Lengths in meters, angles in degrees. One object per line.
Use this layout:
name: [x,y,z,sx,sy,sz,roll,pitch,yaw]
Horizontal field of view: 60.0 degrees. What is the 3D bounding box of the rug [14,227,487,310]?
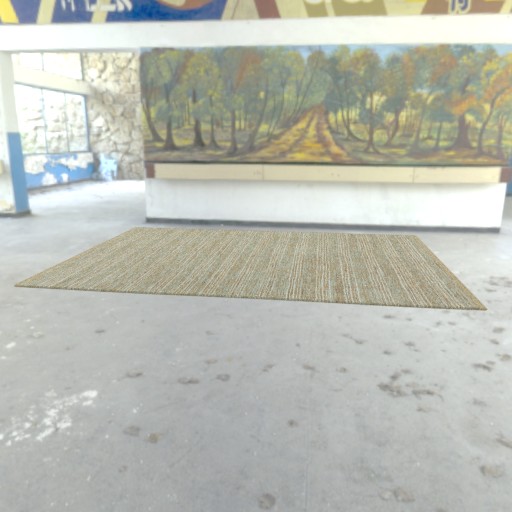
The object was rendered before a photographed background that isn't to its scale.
rug: [0.000,0.000,2.273,1.824,0.010,1.240,2,15,8]
